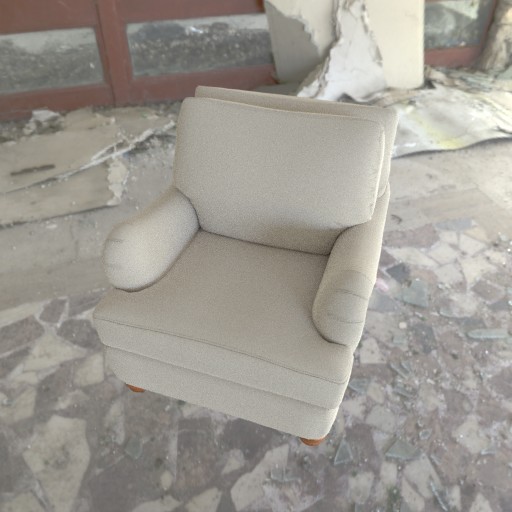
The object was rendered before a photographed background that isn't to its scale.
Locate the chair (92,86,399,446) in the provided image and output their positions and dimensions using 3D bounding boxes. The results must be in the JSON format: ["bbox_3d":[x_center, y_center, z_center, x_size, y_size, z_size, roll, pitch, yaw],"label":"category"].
[{"bbox_3d":[0.000,0.000,1.816,0.955,1.038,1.070,12,42,14],"label":"chair"}]
